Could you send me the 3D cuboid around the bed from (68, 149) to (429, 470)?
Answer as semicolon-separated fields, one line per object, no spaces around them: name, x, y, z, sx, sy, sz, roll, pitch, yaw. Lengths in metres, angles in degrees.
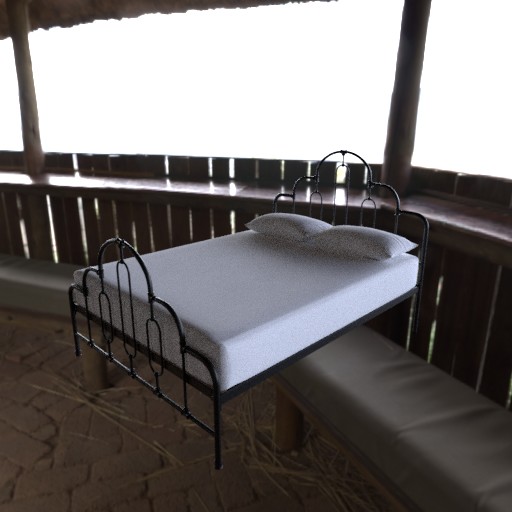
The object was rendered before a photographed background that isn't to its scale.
bed;0.000;0.000;3.275;1.626;1.444;2.181;16;23;42
